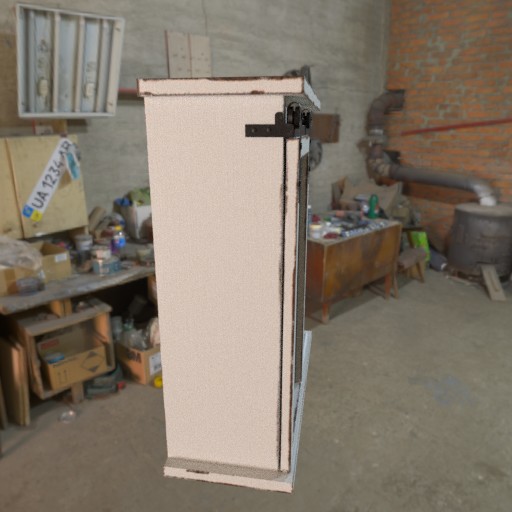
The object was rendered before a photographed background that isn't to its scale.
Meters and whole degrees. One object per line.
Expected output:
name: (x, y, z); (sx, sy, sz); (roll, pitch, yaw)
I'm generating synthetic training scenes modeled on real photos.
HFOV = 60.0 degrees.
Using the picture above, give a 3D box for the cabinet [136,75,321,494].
cabinet: (0.000, 0.000, 0.875); (0.210, 0.603, 0.541); (3, 16, 10)
